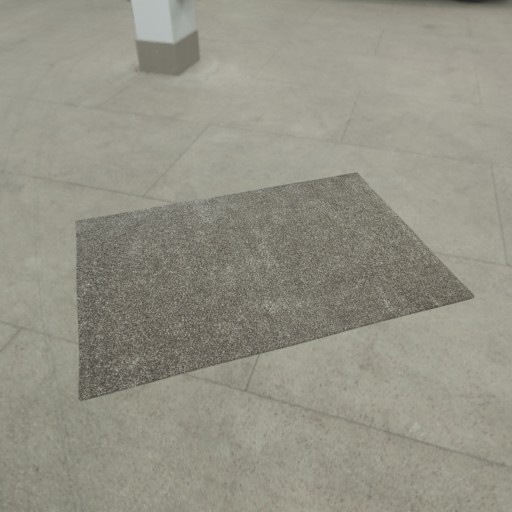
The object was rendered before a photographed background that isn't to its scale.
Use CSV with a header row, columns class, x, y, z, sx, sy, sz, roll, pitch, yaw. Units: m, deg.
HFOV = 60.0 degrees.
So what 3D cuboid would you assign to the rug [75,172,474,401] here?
class,x,y,z,sx,sy,sz,roll,pitch,yaw
rug,0.000,0.000,3.494,2.699,0.026,1.802,-12,42,-13
